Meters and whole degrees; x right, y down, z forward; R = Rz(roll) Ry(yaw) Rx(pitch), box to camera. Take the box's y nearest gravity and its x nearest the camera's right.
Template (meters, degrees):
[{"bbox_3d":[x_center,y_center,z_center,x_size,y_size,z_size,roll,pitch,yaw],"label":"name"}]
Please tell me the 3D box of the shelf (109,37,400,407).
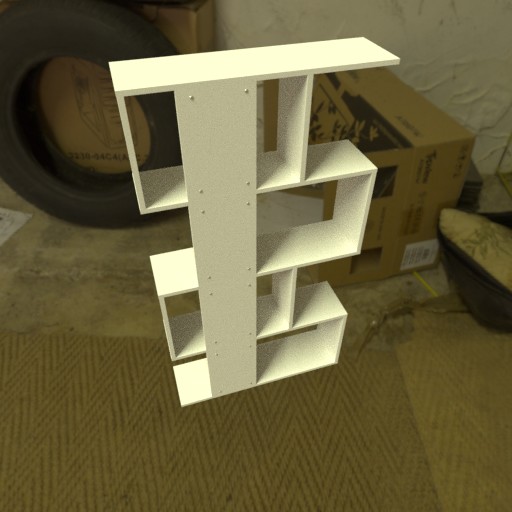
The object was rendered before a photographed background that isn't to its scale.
[{"bbox_3d":[0.000,0.000,1.949,0.890,1.650,0.250,-12,43,-13],"label":"shelf"}]
